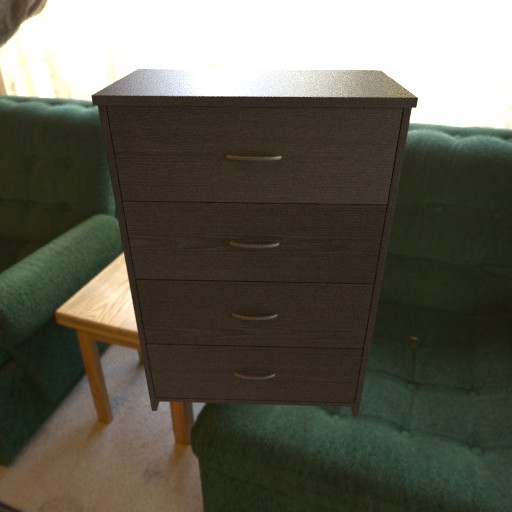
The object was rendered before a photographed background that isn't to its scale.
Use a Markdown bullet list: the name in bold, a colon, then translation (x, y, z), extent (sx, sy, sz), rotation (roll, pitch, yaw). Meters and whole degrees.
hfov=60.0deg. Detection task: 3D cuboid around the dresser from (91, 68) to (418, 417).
- **dresser**: translation (0.000, 0.000, 1.373), extent (0.704, 1.020, 0.399), rotation (1, 31, 2)
